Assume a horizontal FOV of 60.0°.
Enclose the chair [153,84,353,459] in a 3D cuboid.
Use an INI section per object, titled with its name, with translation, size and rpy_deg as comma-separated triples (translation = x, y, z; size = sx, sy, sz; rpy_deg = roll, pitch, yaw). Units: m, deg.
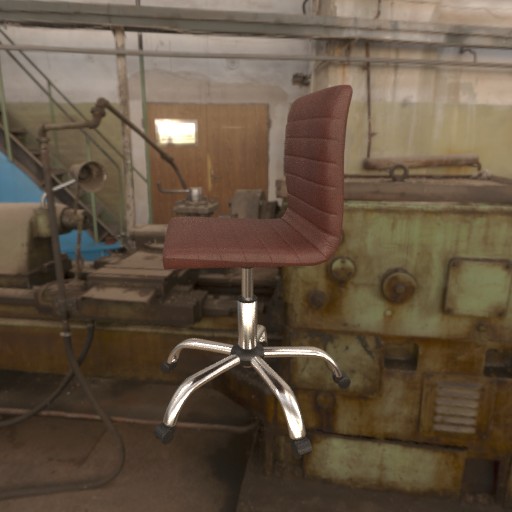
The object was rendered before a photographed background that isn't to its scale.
[chair]
translation = 0.000, 0.000, 1.112
size = 0.530, 0.780, 0.556
rpy_deg = -2, 15, -8
